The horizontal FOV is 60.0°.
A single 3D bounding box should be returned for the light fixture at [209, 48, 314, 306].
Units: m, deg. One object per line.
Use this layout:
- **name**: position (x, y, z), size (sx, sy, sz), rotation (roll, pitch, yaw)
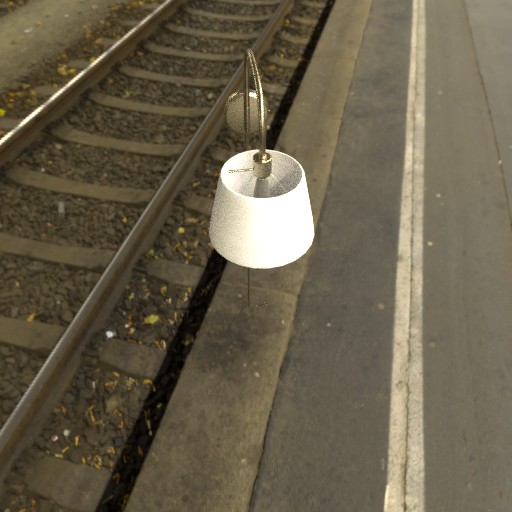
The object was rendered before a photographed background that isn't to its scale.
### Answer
- **light fixture**: position (0.000, 0.000, 0.476), size (0.092, 0.399, 0.176), rotation (-5, 47, -5)
